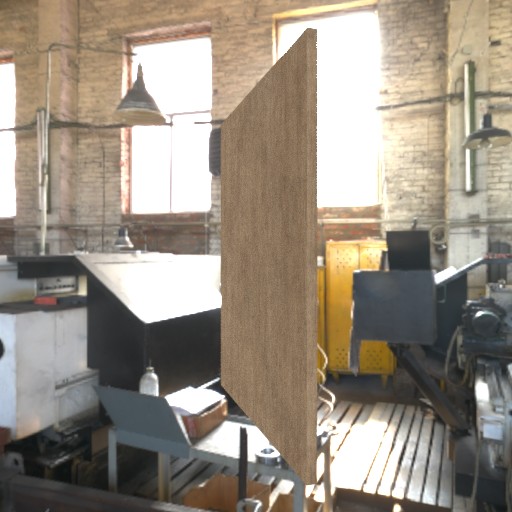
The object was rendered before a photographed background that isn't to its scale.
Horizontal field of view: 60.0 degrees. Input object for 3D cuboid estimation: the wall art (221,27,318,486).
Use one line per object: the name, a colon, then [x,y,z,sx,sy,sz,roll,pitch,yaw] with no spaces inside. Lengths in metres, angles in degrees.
wall art: [0.000,0.000,0.918,0.018,0.686,0.534,0,1,-18]
